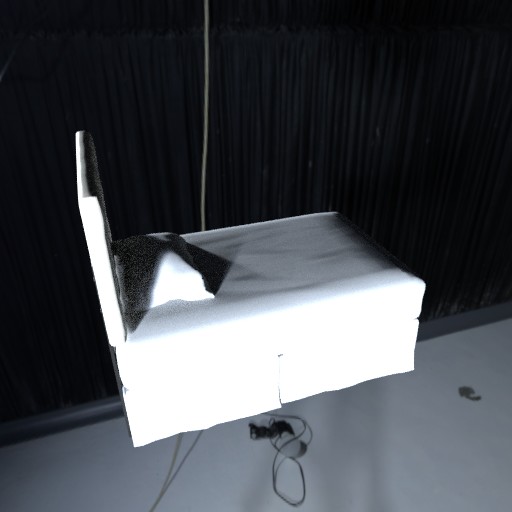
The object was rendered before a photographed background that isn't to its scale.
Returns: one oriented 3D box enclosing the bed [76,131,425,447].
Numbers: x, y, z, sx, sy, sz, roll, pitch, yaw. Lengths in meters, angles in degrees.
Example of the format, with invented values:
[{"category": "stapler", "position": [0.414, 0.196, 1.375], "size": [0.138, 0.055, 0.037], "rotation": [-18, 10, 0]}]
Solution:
[{"category": "bed", "position": [0.000, 0.000, 2.970], "size": [1.997, 1.571, 1.261], "rotation": [-10, 32, -17]}]
